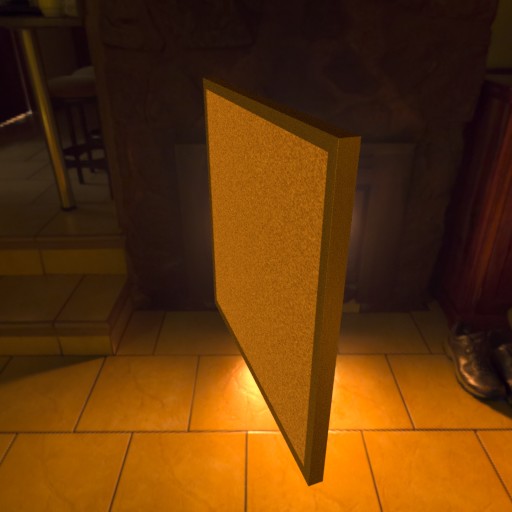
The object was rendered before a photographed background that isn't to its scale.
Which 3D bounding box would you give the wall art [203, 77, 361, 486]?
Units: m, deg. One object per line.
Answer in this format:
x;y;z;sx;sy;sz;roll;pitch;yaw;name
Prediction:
0.000;0.000;1.122;0.036;0.765;0.767;-10;30;-18;wall art
